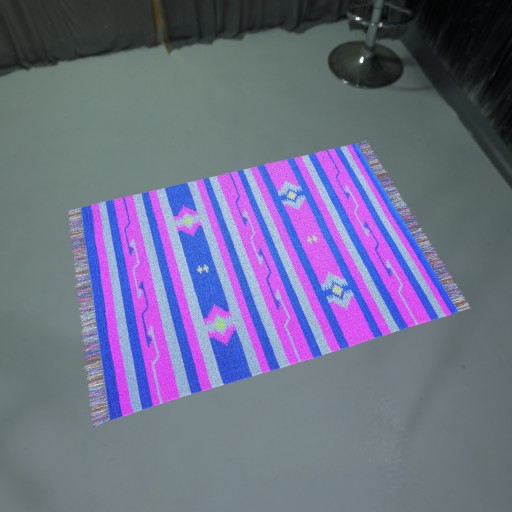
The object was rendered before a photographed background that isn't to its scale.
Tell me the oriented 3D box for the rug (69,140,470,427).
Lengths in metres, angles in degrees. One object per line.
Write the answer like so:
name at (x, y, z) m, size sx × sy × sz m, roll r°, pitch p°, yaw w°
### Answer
rug at (0.000, 0.000, 2.950) m, size 2.350 × 0.013 × 1.539 m, roll -15°, pitch 59°, yaw -9°
